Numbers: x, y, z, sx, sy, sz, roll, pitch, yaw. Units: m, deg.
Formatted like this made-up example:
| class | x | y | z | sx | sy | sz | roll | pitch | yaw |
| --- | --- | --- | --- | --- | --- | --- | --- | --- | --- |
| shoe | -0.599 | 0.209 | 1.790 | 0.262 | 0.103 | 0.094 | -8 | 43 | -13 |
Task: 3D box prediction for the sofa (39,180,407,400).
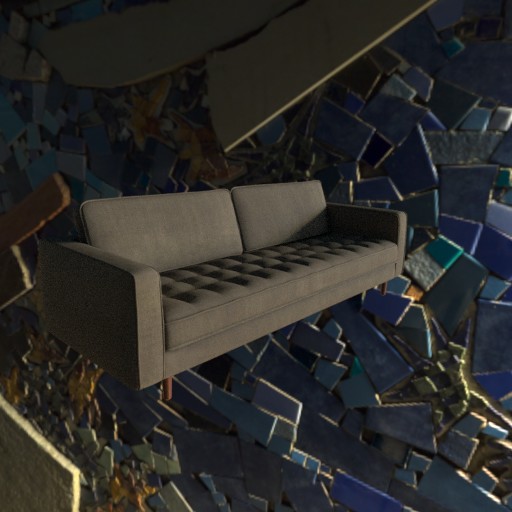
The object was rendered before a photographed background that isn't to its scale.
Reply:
| class | x | y | z | sx | sy | sz | roll | pitch | yaw |
| --- | --- | --- | --- | --- | --- | --- | --- | --- | --- |
| sofa | 0.000 | 0.000 | 2.745 | 0.923 | 0.813 | 2.295 | 13 | 19 | 42 |
